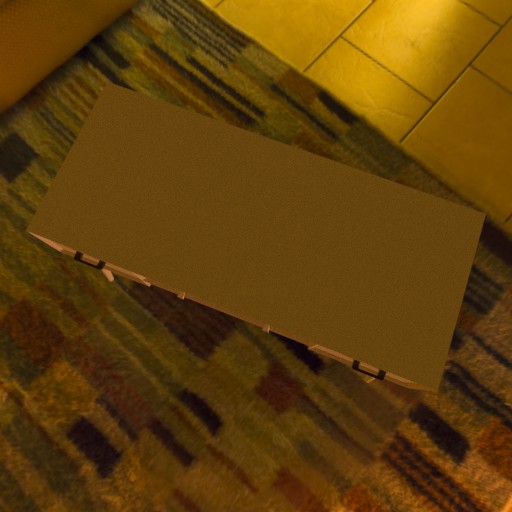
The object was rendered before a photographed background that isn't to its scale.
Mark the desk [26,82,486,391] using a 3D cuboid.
[{"bbox_3d":[0.000,0.000,1.745,1.313,0.762,0.589,21,76,5],"label":"desk"}]
